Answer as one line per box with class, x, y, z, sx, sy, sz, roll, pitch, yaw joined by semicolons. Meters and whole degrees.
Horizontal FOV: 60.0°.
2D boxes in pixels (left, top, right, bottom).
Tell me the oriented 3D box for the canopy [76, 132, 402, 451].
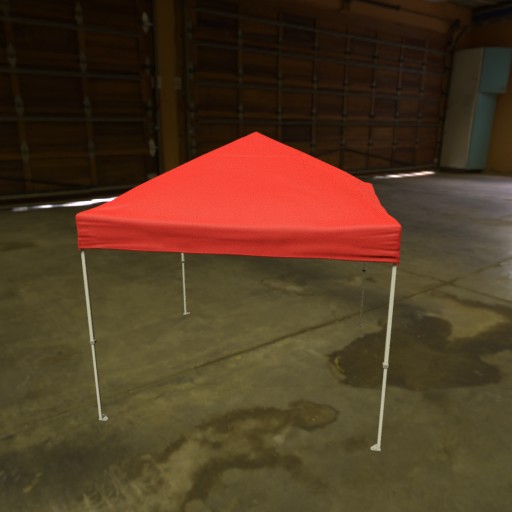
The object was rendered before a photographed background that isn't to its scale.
canopy;0.000;0.000;5.560;2.998;2.997;2.996;3;16;9
